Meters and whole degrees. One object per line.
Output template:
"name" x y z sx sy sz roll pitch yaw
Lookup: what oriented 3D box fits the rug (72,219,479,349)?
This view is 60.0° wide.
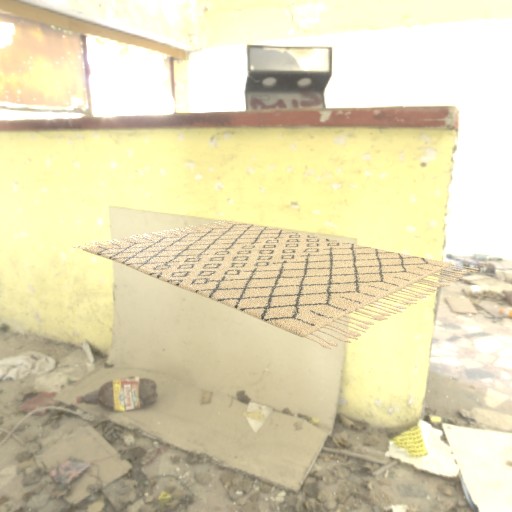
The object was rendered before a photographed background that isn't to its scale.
"rug" 0.000 0.000 3.286 2.615 0.029 1.664 15 21 43
